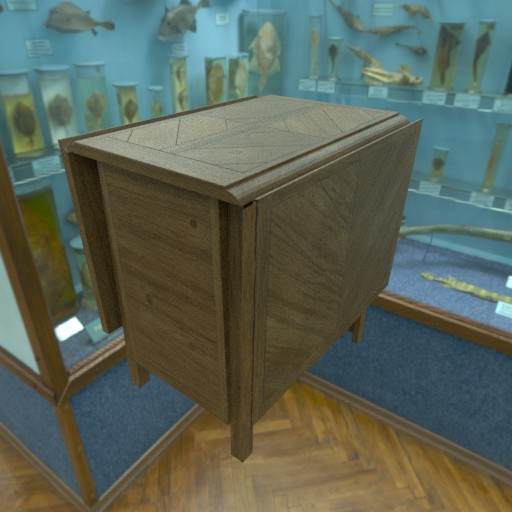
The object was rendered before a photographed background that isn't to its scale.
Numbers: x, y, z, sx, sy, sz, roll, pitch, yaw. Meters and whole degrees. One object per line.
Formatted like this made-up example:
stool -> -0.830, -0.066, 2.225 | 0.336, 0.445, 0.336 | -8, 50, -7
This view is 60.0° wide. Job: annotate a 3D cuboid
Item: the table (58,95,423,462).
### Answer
table -> 0.000, 0.000, 1.313 | 0.591, 0.763, 0.746 | 21, 36, 32
